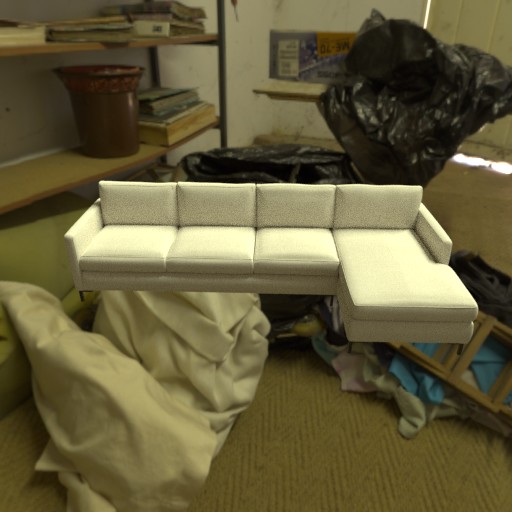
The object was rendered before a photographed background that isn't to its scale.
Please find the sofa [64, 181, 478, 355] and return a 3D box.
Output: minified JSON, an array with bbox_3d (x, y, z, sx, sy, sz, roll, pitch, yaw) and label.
[{"bbox_3d":[0.000,0.000,2.884,2.445,0.677,1.126,1,29,2],"label":"sofa"}]
